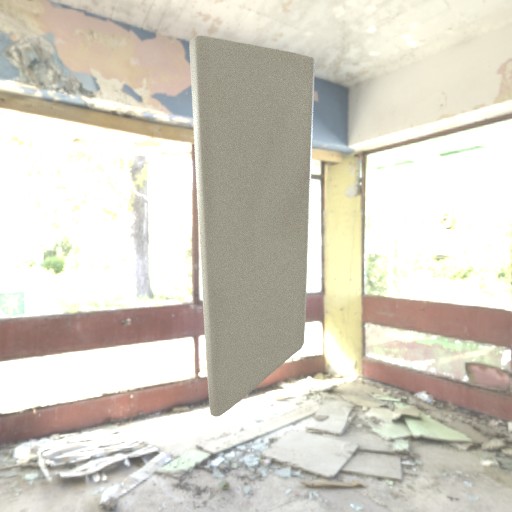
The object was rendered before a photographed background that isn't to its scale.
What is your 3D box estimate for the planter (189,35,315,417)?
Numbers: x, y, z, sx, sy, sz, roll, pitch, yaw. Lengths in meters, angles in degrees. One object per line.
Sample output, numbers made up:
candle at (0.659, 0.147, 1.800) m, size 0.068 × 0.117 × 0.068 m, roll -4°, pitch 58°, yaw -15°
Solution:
planter at (0.000, 0.000, 0.271) m, size 0.060 × 0.197 × 0.150 m, roll 0°, pitch 0°, yaw 1°
